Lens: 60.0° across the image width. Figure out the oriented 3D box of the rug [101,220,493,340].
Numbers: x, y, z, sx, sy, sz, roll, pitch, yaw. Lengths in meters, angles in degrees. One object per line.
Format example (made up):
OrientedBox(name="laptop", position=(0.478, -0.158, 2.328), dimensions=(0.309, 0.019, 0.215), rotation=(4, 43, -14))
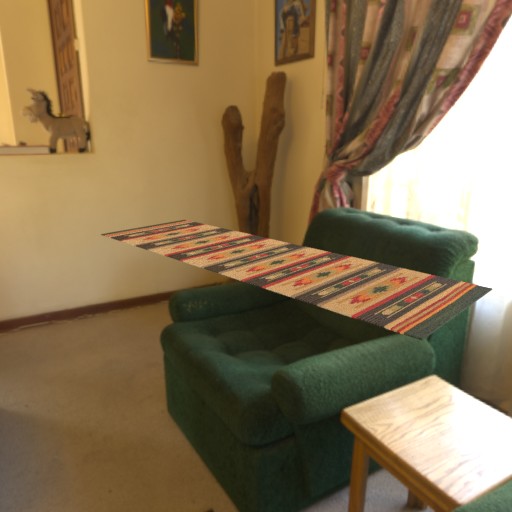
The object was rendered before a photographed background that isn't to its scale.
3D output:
OrientedBox(name="rug", position=(0.000, 0.000, 2.687), dimensions=(2.440, 0.009, 0.760), rotation=(15, 22, 42))
